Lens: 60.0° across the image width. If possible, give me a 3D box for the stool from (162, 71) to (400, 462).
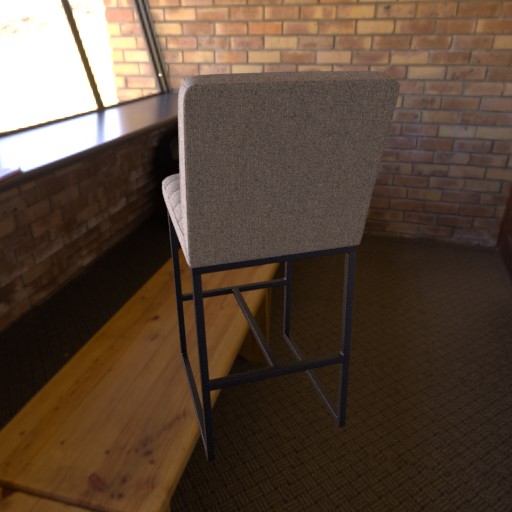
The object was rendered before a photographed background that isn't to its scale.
[{"bbox_3d":[0.000,0.000,1.307,0.459,1.034,0.571,-8,27,-16],"label":"stool"}]
